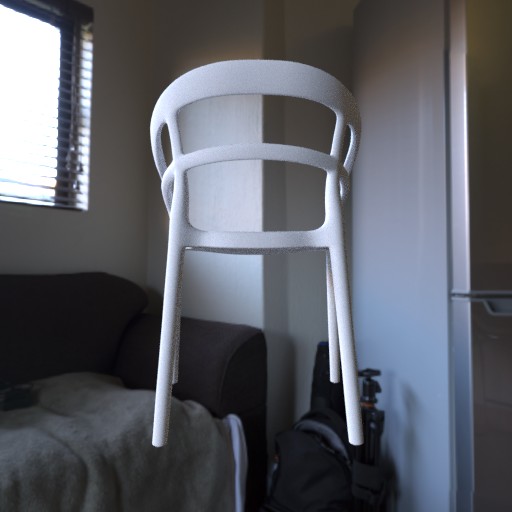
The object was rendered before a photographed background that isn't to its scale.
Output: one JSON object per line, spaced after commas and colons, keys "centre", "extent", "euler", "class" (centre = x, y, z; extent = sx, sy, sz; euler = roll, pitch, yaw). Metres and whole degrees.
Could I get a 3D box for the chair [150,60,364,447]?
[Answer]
{"centre": [0.000, 0.000, 1.125], "extent": [0.559, 0.761, 0.527], "euler": [0, -2, -1], "class": "chair"}
